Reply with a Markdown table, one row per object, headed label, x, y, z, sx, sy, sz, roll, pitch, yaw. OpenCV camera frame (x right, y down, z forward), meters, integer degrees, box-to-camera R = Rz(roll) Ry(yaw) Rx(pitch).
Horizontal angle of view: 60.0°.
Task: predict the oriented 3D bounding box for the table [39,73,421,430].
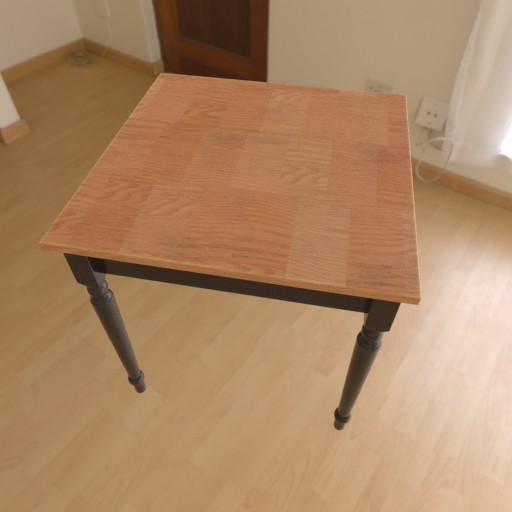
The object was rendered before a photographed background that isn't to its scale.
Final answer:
| label | x | y | z | sx | sy | sz | roll | pitch | yaw |
| --- | --- | --- | --- | --- | --- | --- | --- | --- | --- |
| table | 0.000 | 0.000 | 1.362 | 0.747 | 0.738 | 0.747 | 8 | 48 | 7 |
